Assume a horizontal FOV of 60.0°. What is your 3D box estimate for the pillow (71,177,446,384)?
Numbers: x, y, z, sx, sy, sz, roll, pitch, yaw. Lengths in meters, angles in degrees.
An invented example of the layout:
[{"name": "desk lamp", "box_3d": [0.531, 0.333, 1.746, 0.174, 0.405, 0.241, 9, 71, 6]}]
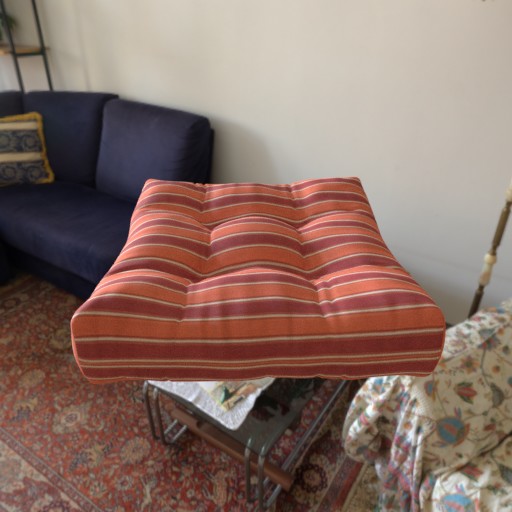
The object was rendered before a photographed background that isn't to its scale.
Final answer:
[{"name": "pillow", "box_3d": [0.000, 0.000, 0.739, 0.468, 0.133, 0.490, -1, 31, -1]}]
